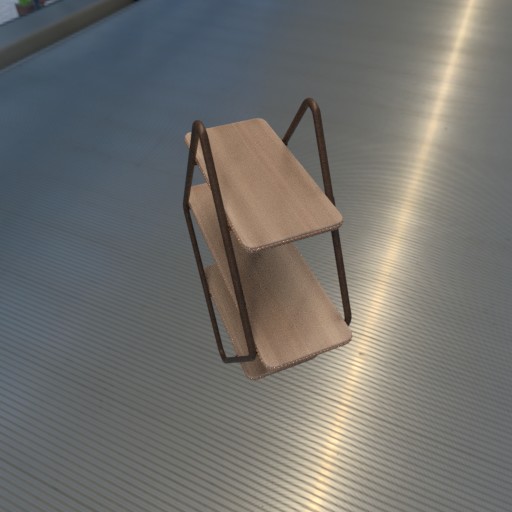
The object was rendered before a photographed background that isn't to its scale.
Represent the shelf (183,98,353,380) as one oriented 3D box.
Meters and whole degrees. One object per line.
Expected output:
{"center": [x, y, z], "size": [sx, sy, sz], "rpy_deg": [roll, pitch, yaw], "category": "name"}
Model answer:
{"center": [0.000, 0.000, 1.079], "size": [0.234, 0.774, 0.609], "rpy_deg": [-16, 49, -15], "category": "shelf"}
